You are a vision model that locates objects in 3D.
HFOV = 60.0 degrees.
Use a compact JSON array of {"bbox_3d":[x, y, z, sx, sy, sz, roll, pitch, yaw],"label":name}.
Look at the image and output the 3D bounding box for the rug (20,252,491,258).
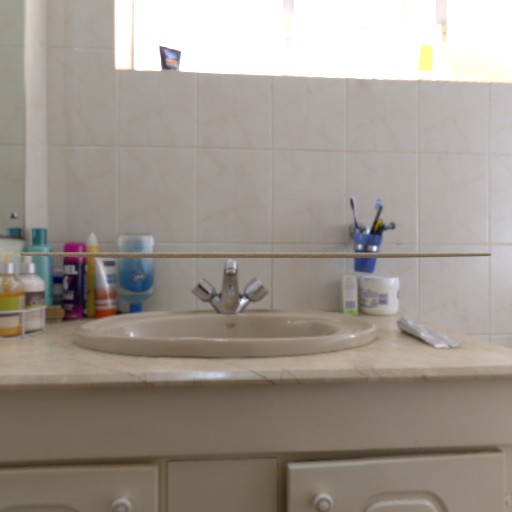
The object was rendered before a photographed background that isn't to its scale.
[{"bbox_3d":[0.000,0.000,2.340,1.848,0.014,1.238,0,-1,-2],"label":"rug"}]
